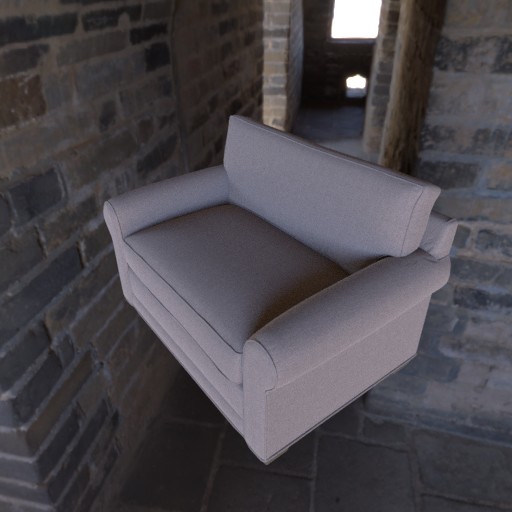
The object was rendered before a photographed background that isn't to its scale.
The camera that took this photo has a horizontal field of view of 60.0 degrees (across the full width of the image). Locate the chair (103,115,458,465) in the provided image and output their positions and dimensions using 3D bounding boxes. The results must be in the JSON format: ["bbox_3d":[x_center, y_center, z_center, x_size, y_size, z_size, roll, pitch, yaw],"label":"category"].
[{"bbox_3d":[0.000,0.000,2.007,0.930,0.930,1.390,-22,38,-31],"label":"chair"}]
